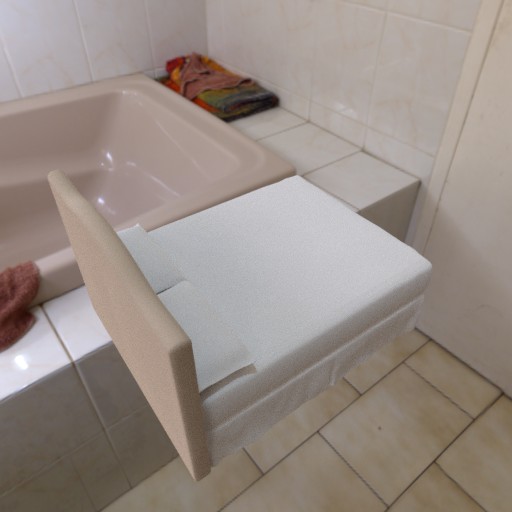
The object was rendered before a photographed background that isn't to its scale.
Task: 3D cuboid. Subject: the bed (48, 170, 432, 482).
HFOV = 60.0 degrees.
[{"bbox_3d":[0.000,0.000,3.094,2.052,1.398,1.678,-25,47,-26],"label":"bed"}]
